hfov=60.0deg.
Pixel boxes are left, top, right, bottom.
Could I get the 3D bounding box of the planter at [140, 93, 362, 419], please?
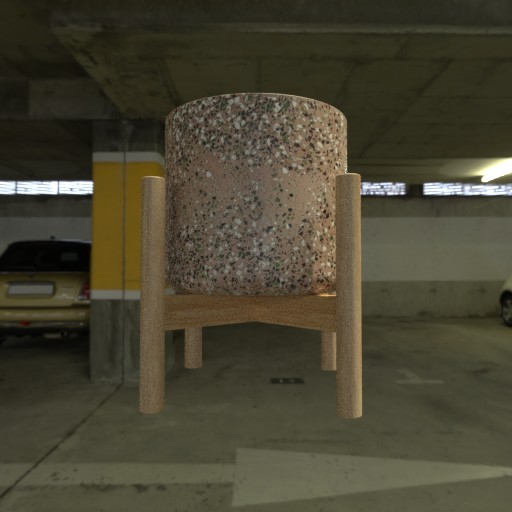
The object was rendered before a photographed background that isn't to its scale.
[{"bbox_3d":[0.000,0.000,0.549,0.284,0.320,0.284,0,-2,-18],"label":"planter"}]
